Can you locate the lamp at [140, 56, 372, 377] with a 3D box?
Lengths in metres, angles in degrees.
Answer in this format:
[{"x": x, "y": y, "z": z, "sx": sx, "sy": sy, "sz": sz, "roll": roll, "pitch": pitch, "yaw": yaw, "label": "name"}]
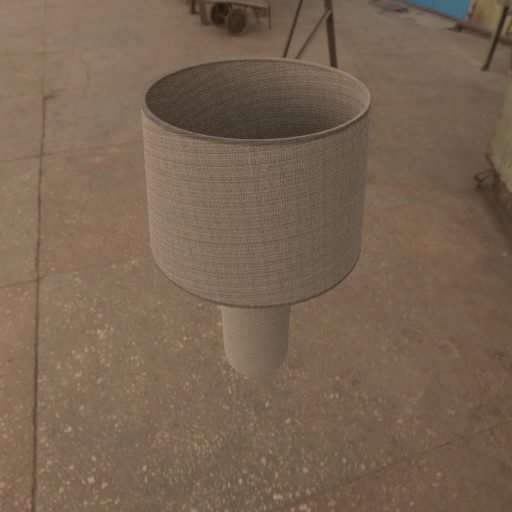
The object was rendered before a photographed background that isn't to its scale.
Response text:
[{"x": 0.000, "y": 0.000, "z": 0.819, "sx": 0.367, "sy": 0.609, "sz": 0.367, "roll": 0, "pitch": 40, "yaw": 0, "label": "lamp"}]
